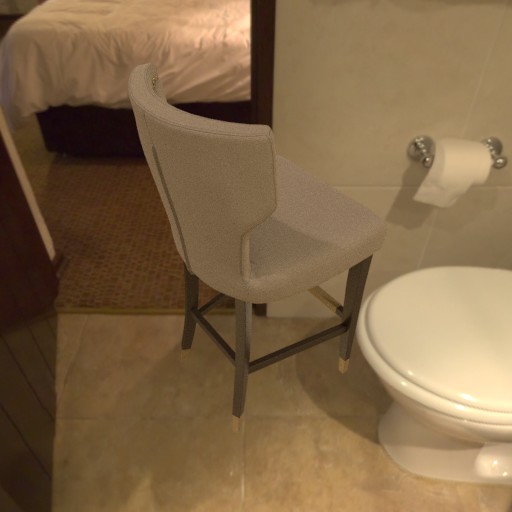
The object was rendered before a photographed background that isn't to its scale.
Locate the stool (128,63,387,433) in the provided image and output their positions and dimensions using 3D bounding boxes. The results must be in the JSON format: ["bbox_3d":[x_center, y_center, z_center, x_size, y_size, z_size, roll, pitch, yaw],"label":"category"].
[{"bbox_3d":[0.000,0.000,1.364,0.563,1.092,0.526,-27,47,-27],"label":"stool"}]
